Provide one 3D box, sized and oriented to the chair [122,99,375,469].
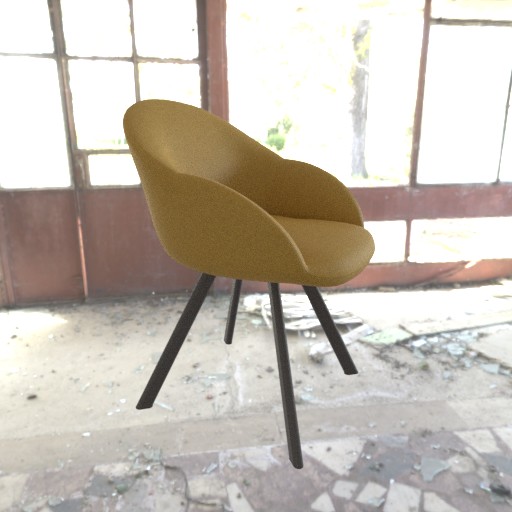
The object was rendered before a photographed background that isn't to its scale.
[{"bbox_3d":[0.000,0.000,1.163,0.583,0.793,0.551,8,18,27],"label":"chair"}]
